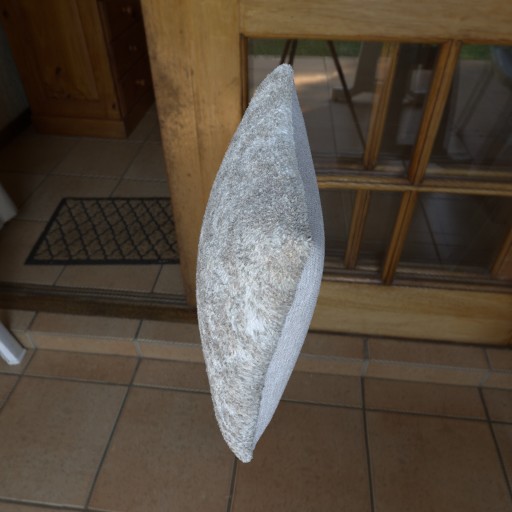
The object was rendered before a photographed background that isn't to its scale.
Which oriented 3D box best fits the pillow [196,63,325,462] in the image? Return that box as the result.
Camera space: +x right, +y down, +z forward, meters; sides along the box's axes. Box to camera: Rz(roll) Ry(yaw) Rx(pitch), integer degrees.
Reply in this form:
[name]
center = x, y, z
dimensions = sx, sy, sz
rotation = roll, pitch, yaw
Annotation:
[pillow]
center = 0.000, 0.000, 0.803
dimensions = 0.218, 0.515, 0.529
rotation = 0, 41, 0
